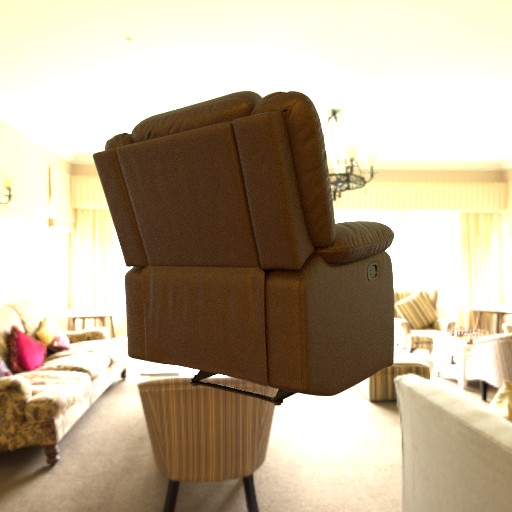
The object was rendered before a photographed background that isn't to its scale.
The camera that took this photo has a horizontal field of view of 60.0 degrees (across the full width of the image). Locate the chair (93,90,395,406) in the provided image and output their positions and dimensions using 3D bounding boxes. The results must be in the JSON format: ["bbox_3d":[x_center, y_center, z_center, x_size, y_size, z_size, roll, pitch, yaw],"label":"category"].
[{"bbox_3d":[0.000,0.000,1.727,0.899,1.009,0.934,0,0,36],"label":"chair"}]
